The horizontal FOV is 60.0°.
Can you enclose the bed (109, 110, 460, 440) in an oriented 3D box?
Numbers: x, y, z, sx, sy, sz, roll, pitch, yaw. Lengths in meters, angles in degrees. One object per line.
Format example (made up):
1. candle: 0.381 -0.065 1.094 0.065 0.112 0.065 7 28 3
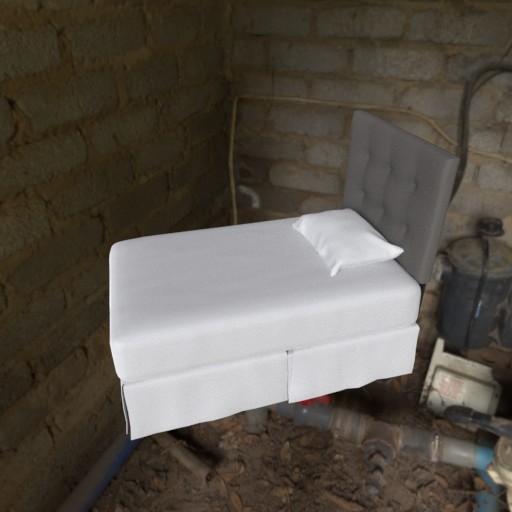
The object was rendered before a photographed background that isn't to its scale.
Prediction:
1. bed: 0.000 0.000 3.008 1.997 1.571 1.261 -8 32 -13
